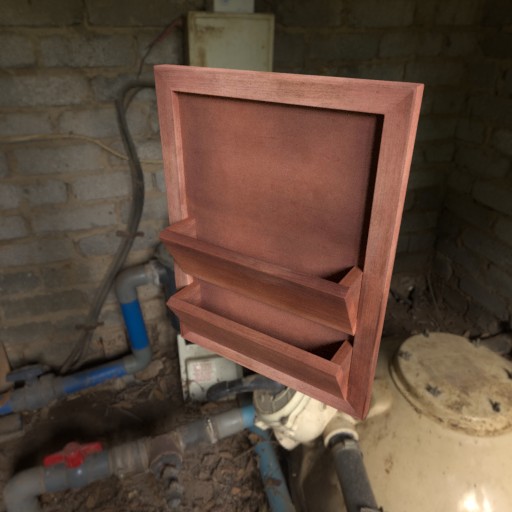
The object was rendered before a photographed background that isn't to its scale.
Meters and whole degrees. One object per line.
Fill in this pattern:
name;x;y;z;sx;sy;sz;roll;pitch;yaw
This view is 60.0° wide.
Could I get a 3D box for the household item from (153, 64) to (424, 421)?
household item;0.000;0.000;0.536;0.310;0.407;0.067;17;33;29
